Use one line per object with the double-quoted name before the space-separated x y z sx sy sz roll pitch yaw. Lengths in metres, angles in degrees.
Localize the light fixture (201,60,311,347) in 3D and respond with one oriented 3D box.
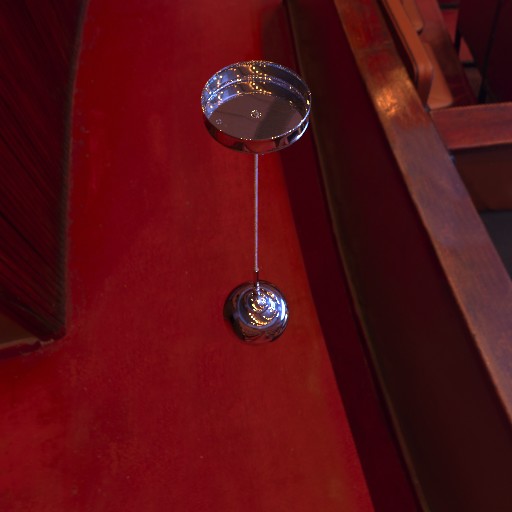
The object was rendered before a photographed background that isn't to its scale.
"light fixture" 0.000 0.000 1.681 0.336 1.538 0.336 -14 63 -7
